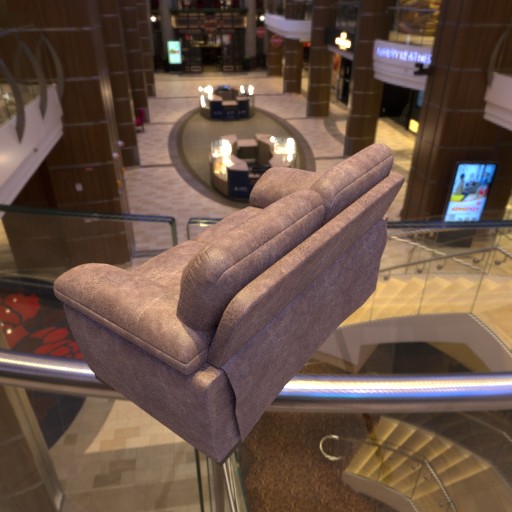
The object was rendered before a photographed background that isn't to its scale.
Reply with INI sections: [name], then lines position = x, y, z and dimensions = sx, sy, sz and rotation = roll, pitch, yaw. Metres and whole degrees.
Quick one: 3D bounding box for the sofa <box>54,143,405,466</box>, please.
[sofa]
position = 0.000, 0.000, 2.353
dimensions = 0.991, 0.991, 1.753
rotation = 20, 36, 30
